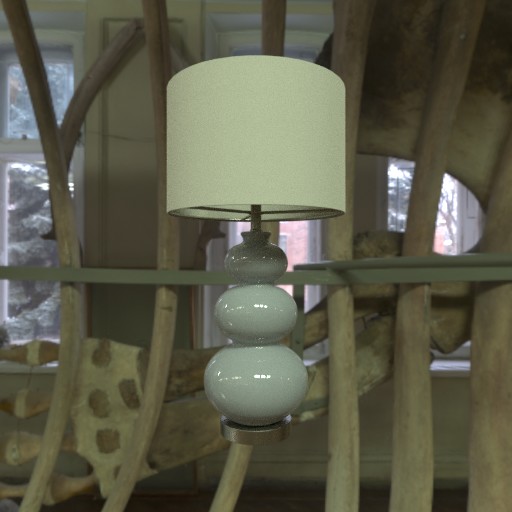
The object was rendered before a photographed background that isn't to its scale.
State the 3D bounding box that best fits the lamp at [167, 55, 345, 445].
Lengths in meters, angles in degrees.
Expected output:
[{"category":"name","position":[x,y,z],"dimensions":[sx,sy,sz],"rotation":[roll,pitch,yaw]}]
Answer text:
[{"category":"lamp","position":[0.000,0.000,0.929],"dimensions":[0.367,0.730,0.367],"rotation":[0,0,0]}]
